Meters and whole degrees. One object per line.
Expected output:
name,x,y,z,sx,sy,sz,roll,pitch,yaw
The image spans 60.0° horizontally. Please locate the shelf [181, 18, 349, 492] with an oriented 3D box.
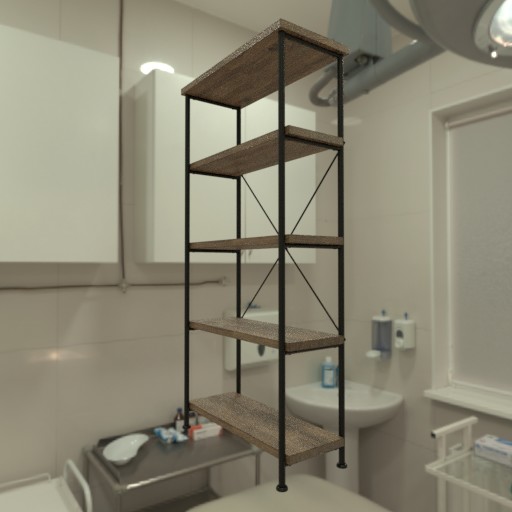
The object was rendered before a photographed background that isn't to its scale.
shelf,0.000,0.000,2.012,0.360,1.700,0.800,1,-1,-36
